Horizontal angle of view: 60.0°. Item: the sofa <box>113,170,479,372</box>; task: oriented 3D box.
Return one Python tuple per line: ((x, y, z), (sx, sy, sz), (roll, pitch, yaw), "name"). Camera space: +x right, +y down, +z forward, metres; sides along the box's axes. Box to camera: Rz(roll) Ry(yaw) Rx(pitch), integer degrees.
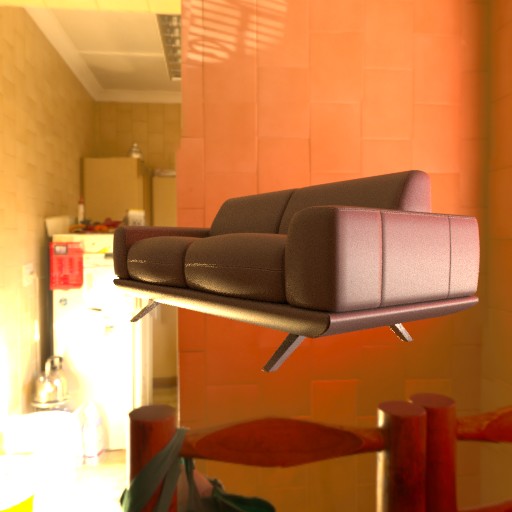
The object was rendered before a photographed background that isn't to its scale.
((0.000, 0.000, 2.302), (0.900, 0.772, 1.901), (-1, 2, -37), "sofa")
